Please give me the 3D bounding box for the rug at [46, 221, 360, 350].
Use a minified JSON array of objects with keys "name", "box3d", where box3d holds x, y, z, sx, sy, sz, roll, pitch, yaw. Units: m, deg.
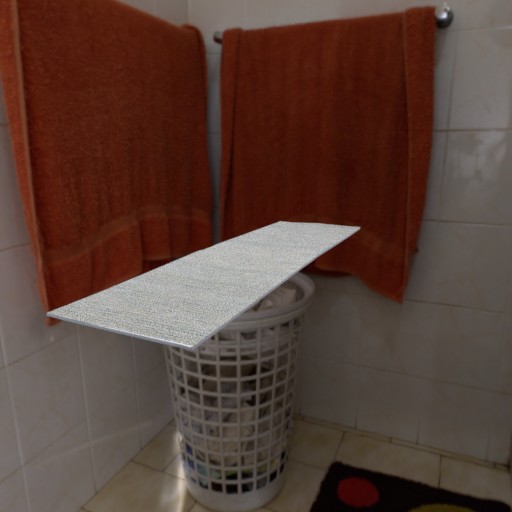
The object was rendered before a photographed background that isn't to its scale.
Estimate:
[{"name":"rug","box3d":[0.000,0.000,2.589,0.675,0.037,2.341,7,16,25]}]
